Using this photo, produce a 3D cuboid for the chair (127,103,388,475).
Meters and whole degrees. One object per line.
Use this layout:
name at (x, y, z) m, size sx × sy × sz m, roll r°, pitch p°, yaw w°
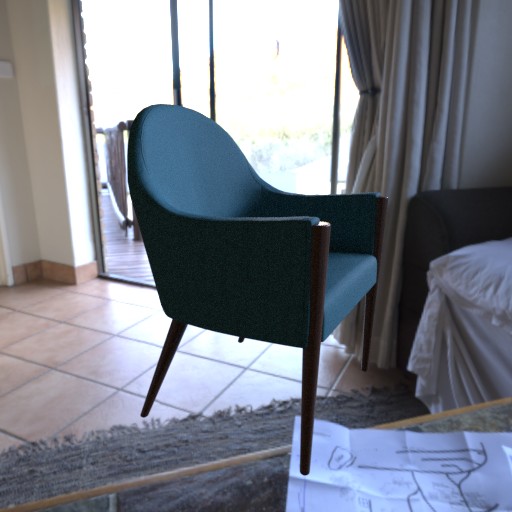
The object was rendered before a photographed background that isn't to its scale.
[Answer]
chair at (0.000, 0.000, 1.356) m, size 0.652 × 0.907 × 0.656 m, roll 7°, pitch 16°, yaw 27°
